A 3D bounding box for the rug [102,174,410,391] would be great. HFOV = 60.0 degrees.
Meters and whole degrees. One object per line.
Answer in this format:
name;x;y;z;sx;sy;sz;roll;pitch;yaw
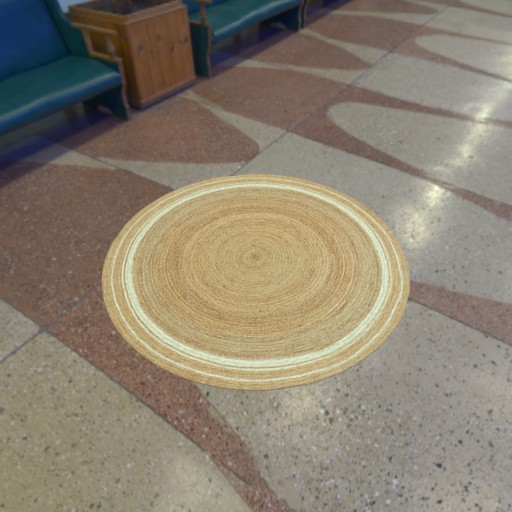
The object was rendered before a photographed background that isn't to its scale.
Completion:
rug;0.000;0.000;3.632;2.444;0.015;2.444;0;43;0
